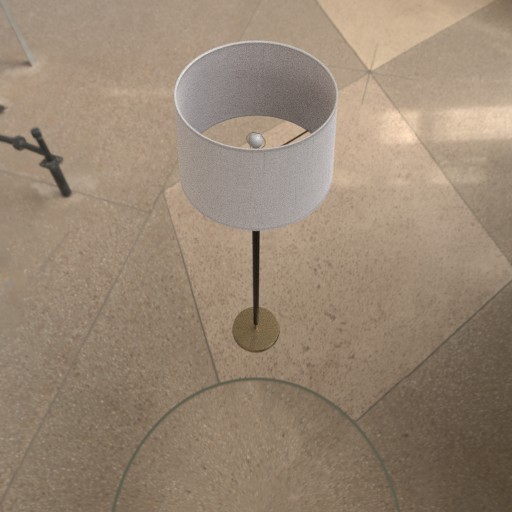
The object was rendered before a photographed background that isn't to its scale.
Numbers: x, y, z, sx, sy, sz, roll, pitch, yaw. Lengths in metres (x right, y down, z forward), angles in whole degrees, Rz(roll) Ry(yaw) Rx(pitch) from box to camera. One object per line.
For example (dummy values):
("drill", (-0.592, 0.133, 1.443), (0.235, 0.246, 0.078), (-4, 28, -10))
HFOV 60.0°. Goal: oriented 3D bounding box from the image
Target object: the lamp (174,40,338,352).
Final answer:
("lamp", (0.000, 0.000, 1.618), (0.420, 1.447, 0.420), (0, 59, 0))
